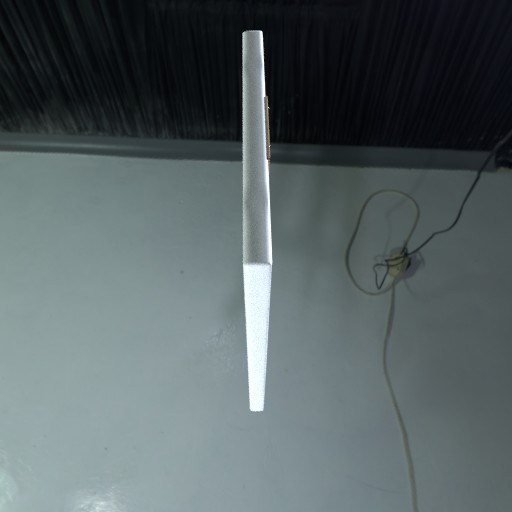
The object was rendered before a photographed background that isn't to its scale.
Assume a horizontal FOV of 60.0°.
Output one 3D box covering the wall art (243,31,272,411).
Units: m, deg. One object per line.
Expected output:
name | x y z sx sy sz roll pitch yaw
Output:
wall art | 0.000 0.000 1.192 0.048 0.902 0.602 -1 58 -1
